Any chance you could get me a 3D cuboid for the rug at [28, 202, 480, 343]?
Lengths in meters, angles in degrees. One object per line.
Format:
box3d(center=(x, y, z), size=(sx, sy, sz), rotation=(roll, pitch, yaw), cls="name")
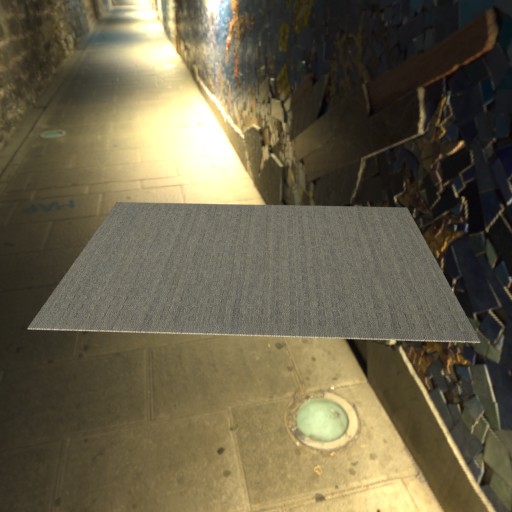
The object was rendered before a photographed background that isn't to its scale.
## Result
box3d(center=(0.000, 0.000, 2.194), size=(1.752, 0.006, 1.142), rotation=(1, 33, 2), cls="rug")
